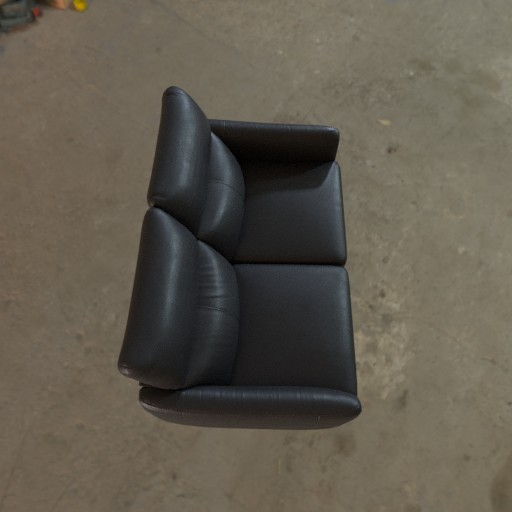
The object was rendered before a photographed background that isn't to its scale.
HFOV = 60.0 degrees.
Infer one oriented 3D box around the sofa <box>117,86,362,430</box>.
[{"bbox_3d":[0.000,0.000,2.229,0.958,0.920,1.596,1,63,1],"label":"sofa"}]
